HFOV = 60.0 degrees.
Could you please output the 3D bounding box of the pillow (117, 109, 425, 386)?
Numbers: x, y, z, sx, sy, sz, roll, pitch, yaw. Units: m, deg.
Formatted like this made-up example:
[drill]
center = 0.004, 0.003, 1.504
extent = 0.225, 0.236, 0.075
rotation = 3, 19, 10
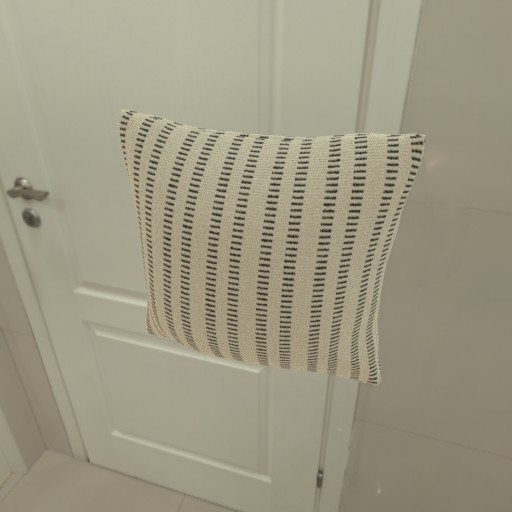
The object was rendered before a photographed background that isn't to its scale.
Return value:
[pillow]
center = 0.000, 0.000, 0.696
extent = 0.438, 0.419, 0.247
rotation = 9, 32, 16
